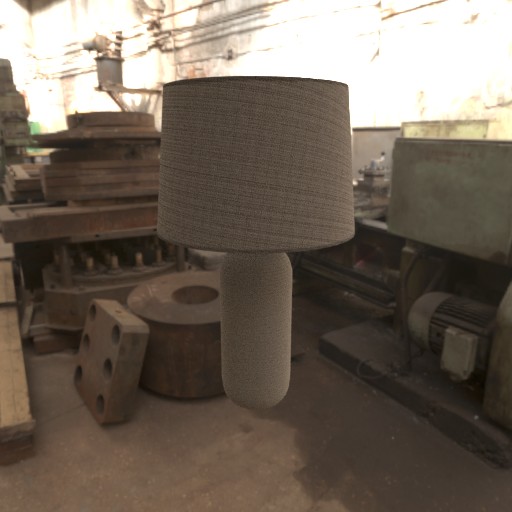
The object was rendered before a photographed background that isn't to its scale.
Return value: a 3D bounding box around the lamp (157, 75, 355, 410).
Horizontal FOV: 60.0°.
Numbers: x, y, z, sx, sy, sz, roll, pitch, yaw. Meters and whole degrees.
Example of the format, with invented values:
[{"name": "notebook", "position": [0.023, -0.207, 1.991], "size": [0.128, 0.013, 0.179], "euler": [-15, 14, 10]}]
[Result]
[{"name": "lamp", "position": [0.000, 0.000, 0.854], "size": [0.367, 0.609, 0.367], "euler": [0, 15, 0]}]
